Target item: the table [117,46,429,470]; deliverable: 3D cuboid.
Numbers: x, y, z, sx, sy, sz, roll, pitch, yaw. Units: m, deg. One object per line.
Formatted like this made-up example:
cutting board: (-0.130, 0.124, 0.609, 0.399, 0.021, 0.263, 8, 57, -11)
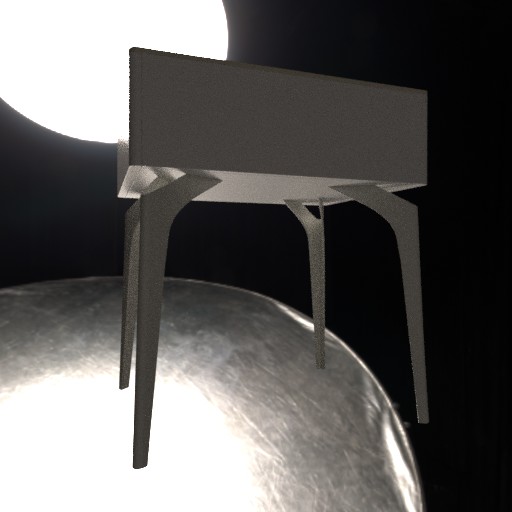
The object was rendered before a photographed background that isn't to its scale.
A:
table: (0.000, 0.000, 0.863, 0.500, 0.570, 0.400, 0, 1, -20)
